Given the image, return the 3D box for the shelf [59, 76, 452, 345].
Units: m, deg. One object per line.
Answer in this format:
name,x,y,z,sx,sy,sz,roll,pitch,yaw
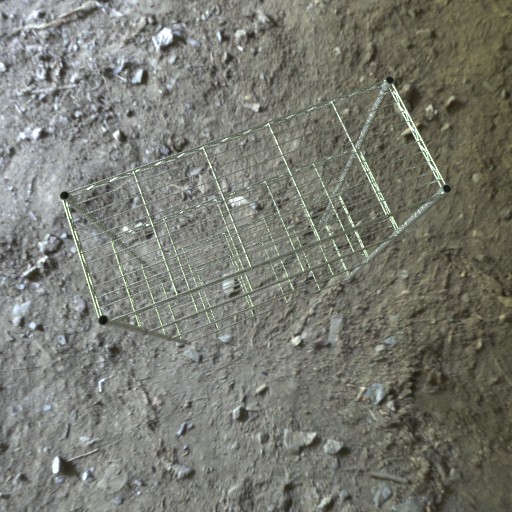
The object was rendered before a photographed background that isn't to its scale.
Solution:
shelf,0.000,0.000,1.750,0.907,1.360,0.352,-21,77,-5
